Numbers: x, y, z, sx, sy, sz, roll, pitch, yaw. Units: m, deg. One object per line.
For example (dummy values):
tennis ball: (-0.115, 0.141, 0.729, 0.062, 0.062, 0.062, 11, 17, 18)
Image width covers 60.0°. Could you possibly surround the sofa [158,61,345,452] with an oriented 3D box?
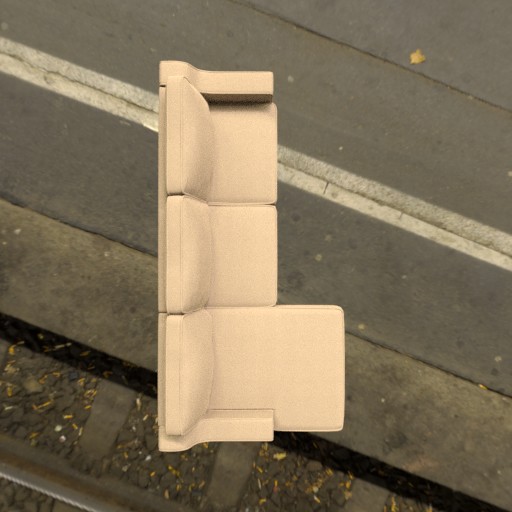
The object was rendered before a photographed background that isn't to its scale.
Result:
sofa: (0.000, 0.000, 3.181, 1.294, 0.928, 2.561, 0, 90, 0)
